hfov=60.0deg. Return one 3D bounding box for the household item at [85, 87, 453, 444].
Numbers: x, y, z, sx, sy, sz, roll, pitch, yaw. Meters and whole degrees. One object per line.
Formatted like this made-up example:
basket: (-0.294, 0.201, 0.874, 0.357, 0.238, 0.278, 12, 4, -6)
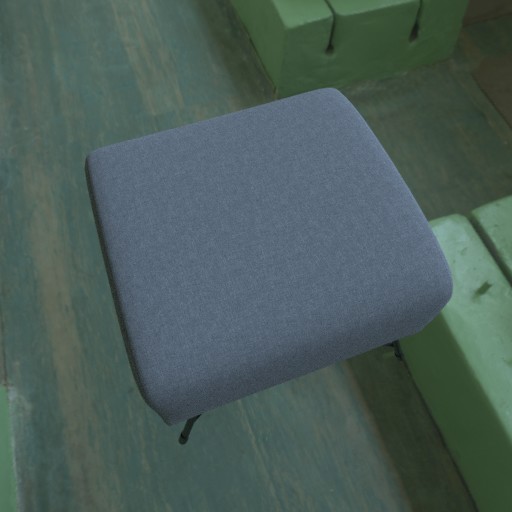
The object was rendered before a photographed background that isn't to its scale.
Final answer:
household item: (0.000, 0.000, 0.893, 0.530, 0.410, 0.530, -18, 65, -9)
